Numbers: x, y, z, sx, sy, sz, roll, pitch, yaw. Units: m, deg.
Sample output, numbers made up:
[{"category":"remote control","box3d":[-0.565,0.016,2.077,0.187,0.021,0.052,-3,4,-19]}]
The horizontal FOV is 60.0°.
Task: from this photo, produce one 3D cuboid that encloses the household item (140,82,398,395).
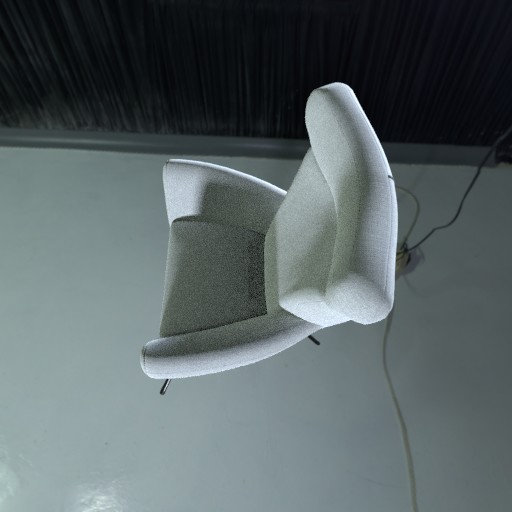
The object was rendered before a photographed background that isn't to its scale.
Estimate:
[{"category":"household item","box3d":[0.000,0.000,1.809,0.900,1.050,0.980,-1,58,-1]}]
